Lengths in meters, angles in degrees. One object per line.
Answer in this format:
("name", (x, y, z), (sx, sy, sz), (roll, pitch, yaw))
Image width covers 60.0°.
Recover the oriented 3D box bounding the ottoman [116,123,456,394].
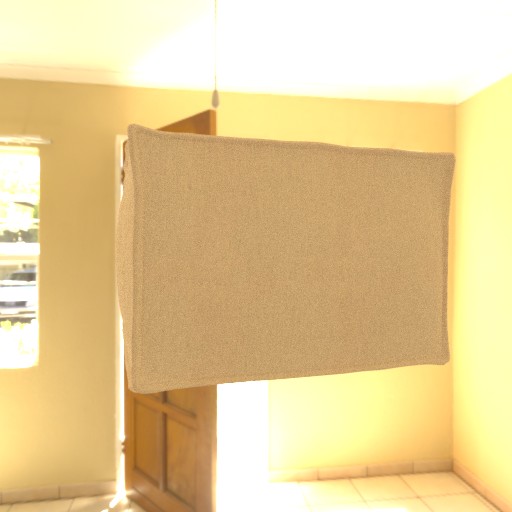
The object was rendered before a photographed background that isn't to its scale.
("ottoman", (0.000, 0.000, 1.154), (0.696, 0.470, 0.707), (0, 0, -18))
